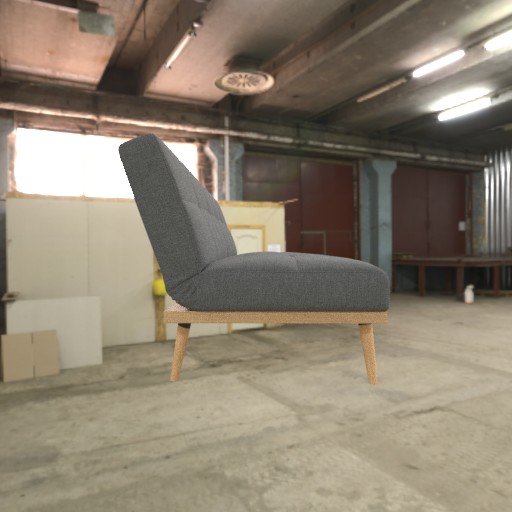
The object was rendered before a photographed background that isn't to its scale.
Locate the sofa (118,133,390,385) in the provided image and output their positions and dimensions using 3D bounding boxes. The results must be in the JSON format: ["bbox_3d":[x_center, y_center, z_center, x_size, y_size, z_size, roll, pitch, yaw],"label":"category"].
[{"bbox_3d":[0.000,0.000,2.200,0.820,0.770,1.820,0,1,0],"label":"sofa"}]
